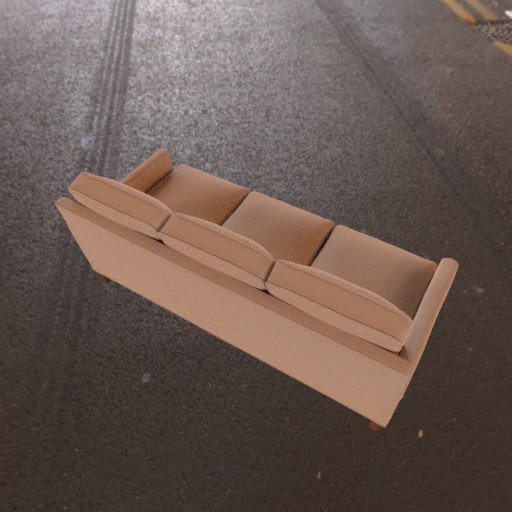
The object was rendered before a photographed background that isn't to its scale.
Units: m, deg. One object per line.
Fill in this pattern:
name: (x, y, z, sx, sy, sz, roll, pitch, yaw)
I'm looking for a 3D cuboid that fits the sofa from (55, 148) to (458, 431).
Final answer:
sofa: (0.000, 0.000, 2.815, 2.246, 1.003, 1.084, 24, 52, 20)
